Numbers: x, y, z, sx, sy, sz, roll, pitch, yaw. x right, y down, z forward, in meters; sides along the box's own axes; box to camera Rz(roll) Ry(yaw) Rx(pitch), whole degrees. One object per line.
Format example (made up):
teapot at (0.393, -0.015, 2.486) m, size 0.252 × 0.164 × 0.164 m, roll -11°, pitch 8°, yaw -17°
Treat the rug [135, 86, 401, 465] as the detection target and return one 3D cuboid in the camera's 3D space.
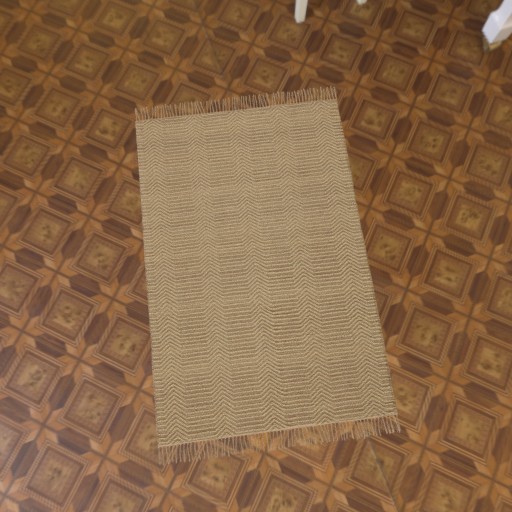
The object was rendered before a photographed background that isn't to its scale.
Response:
rug at (0.000, 0.000, 3.063) m, size 1.528 × 0.034 × 2.523 m, roll -7°, pitch 76°, yaw -2°
